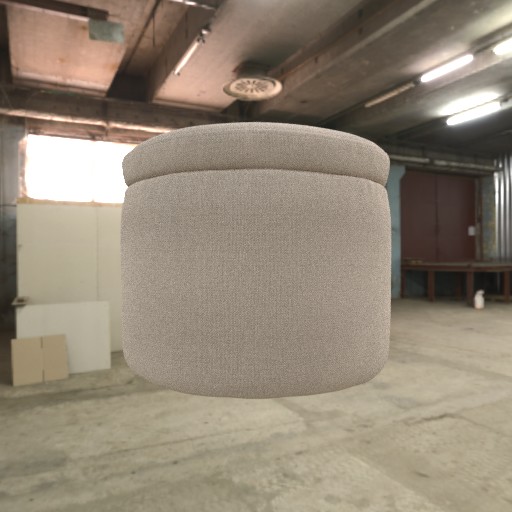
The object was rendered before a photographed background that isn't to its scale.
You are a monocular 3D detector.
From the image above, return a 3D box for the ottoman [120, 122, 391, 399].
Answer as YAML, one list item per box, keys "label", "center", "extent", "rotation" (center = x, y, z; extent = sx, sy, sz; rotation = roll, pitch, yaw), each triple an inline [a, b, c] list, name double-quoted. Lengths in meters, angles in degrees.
- label: "ottoman"
  center: [0.000, 0.000, 0.853]
  extent: [0.497, 0.409, 0.497]
  rotation: [0, 0, 0]
